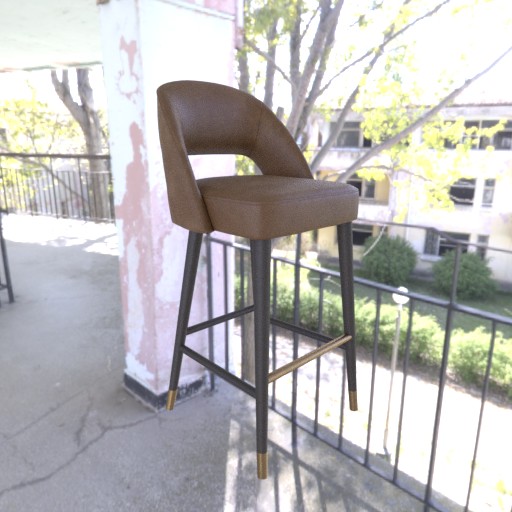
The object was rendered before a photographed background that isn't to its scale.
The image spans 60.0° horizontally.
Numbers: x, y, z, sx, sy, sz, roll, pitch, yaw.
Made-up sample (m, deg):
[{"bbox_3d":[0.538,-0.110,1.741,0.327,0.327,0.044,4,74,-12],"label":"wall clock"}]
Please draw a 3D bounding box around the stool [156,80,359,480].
[{"bbox_3d":[0.000,0.000,1.347,0.494,1.037,0.509,-14,20,-43],"label":"stool"}]
